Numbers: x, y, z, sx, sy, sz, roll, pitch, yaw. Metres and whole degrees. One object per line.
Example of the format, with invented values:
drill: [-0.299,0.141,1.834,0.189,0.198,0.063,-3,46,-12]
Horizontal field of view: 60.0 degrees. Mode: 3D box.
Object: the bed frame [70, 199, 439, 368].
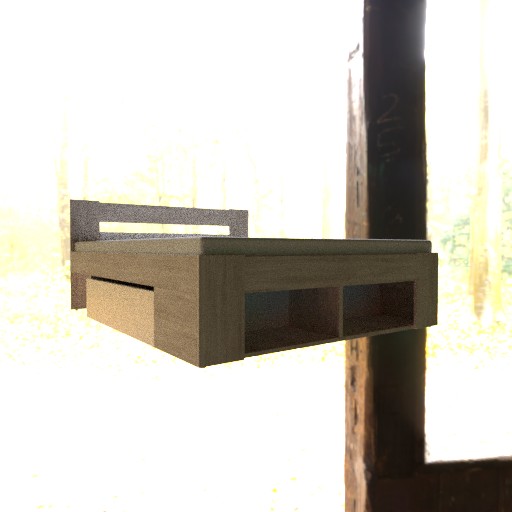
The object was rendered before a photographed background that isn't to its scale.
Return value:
bed frame: [0.000,0.000,3.173,2.040,0.860,2.050,-1,1,-36]
